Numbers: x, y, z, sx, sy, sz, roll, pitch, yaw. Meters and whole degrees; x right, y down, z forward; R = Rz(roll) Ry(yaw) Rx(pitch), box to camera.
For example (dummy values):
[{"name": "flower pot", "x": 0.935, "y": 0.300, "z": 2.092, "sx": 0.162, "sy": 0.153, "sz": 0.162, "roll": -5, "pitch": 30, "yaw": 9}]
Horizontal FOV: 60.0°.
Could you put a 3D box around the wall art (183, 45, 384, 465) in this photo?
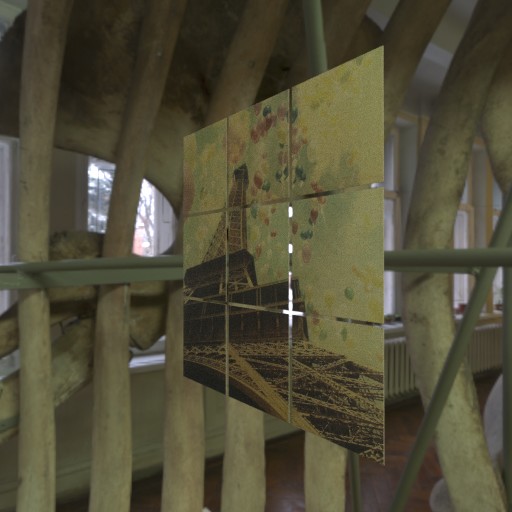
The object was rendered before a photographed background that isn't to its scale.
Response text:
[{"name": "wall art", "x": 0.000, "y": 0.000, "z": 2.193, "sx": 0.002, "sy": 1.505, "sz": 1.517, "roll": 0, "pitch": -1, "yaw": -37}]
